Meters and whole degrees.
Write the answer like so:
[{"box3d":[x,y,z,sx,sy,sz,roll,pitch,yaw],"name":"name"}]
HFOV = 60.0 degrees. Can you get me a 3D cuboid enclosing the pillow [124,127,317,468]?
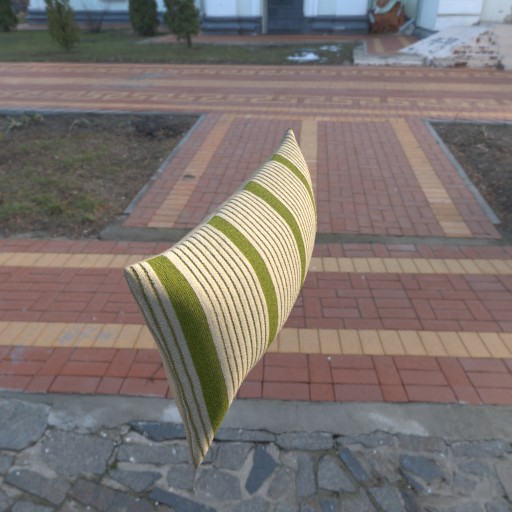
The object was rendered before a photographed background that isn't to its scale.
[{"box3d":[0.000,0.000,0.748,0.156,0.292,0.608,10,32,17],"name":"pillow"}]
